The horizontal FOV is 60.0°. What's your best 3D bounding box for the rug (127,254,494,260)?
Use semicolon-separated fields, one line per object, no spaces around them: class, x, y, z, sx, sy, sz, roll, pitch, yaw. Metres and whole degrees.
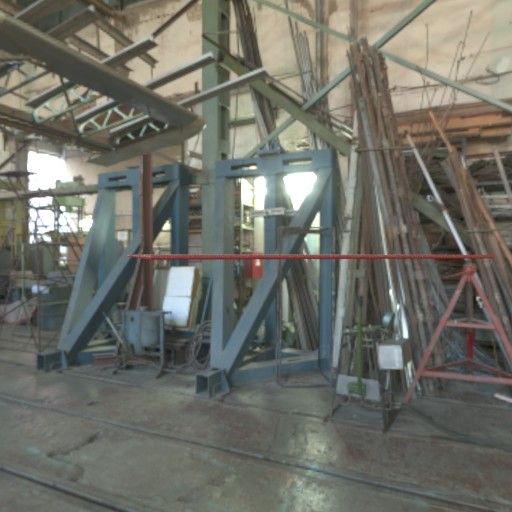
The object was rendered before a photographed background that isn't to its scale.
rug;0.000;0.000;2.243;1.194;0.013;1.802;0;0;-18
